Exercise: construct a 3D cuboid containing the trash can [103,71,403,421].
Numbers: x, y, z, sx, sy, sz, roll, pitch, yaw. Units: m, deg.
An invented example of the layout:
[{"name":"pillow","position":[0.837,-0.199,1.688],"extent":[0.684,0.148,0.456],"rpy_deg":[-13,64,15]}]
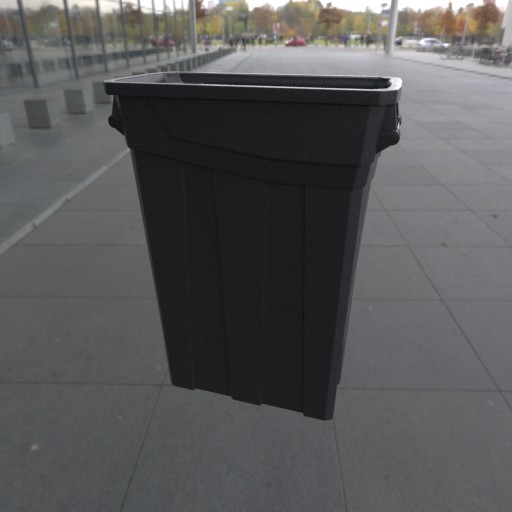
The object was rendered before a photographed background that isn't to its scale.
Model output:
[{"name":"trash can","position":[0.000,0.000,1.025],"extent":[0.559,0.762,0.281],"rpy_deg":[8,27,15]}]
